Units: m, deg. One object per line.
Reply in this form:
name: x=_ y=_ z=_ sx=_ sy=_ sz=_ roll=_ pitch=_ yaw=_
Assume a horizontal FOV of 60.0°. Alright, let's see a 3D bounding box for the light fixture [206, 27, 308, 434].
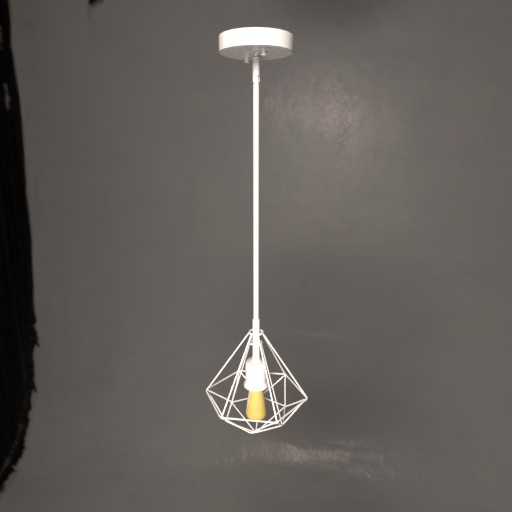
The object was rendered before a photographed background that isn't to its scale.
light fixture: x=0.000 y=0.000 z=1.945 sx=0.487 sy=1.764 sz=0.431 roll=2 pitch=14 yaw=8
